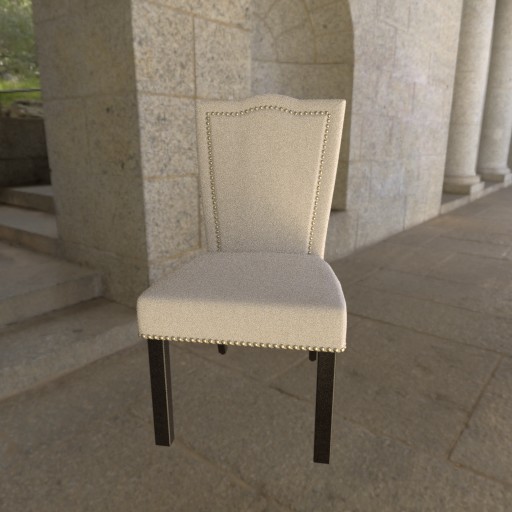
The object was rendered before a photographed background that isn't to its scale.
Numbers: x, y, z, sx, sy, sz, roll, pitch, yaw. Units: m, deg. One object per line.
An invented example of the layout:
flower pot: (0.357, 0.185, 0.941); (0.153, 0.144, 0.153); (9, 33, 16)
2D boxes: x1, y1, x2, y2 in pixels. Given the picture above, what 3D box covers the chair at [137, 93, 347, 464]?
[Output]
chair: (0.000, 0.000, 1.307); (0.518, 0.946, 0.589); (2, 15, 9)
